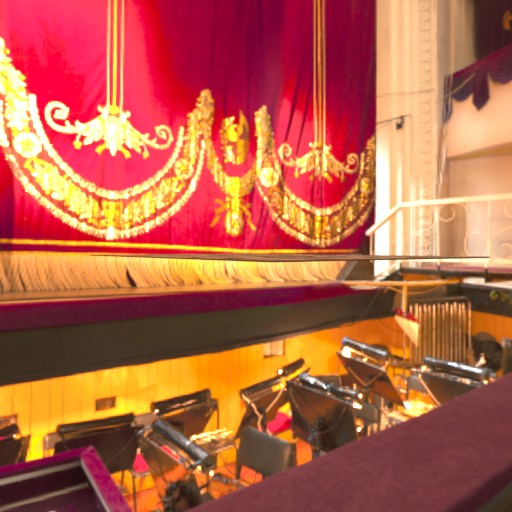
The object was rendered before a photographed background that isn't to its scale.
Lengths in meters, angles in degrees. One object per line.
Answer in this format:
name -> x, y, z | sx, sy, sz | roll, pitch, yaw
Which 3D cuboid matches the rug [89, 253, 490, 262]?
rug -> 0.000, 0.000, 2.300 | 1.202, 0.006, 1.813 | -1, 1, -36
